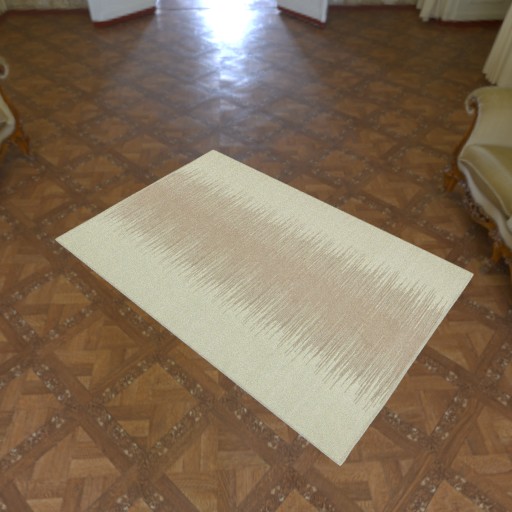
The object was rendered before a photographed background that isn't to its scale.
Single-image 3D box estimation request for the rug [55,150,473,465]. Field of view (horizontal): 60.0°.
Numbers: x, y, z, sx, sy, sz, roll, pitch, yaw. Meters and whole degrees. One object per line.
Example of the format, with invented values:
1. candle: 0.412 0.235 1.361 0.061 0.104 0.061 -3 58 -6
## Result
1. rug: 0.000 0.000 2.334 1.850 0.006 1.234 31 52 28
